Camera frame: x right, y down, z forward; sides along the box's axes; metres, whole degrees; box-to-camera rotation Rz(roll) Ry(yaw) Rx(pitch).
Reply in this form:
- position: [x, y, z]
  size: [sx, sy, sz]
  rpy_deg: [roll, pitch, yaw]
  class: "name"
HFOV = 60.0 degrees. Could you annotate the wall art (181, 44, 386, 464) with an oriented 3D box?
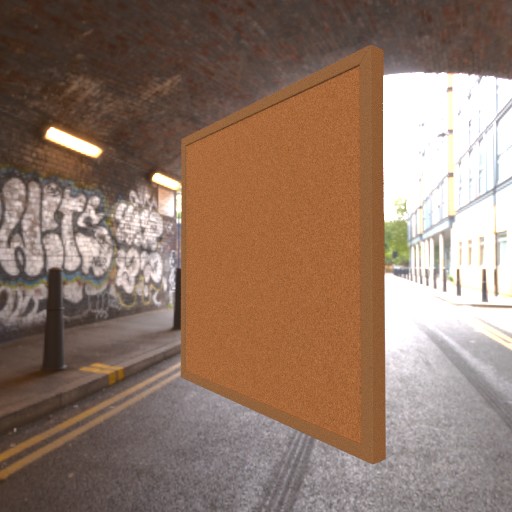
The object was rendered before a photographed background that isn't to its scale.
- position: [0.000, 0.000, 1.120]
  size: [0.037, 0.761, 0.761]
  rpy_deg: [1, -1, -36]
  class: "wall art"
